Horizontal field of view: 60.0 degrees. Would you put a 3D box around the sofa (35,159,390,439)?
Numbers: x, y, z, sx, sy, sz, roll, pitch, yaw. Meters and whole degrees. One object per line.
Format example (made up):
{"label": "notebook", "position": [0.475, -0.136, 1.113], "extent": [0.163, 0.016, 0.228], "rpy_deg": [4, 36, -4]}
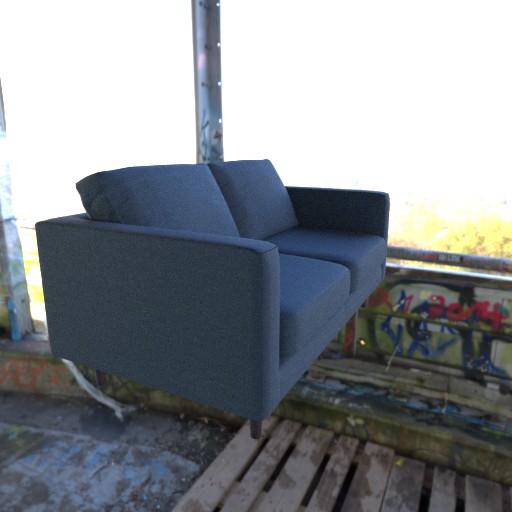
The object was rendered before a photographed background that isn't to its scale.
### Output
{"label": "sofa", "position": [0.000, 0.000, 2.195], "extent": [0.999, 0.907, 1.659], "rpy_deg": [8, 16, 27]}
